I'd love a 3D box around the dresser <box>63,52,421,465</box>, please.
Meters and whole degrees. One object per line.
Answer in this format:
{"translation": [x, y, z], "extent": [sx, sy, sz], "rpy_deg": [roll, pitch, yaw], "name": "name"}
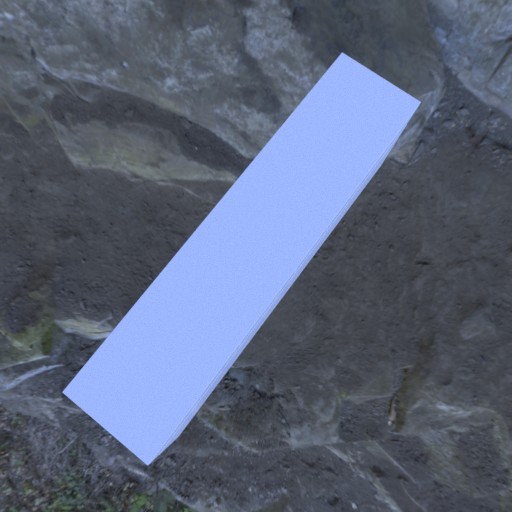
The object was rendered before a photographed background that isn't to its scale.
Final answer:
{"translation": [0.000, 0.000, 2.554], "extent": [0.500, 0.840, 2.200], "rpy_deg": [36, 79, 8], "name": "dresser"}
